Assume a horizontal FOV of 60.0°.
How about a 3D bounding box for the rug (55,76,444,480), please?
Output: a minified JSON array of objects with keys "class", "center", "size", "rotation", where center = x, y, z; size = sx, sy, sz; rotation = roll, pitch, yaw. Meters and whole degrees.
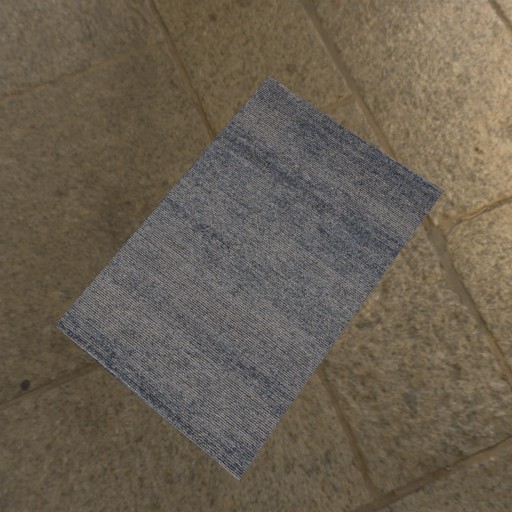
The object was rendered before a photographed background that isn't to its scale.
[{"class":"rug","center":[0.000,0.000,2.220],"size":[1.135,0.010,1.740],"rotation":[37,79,8]}]
